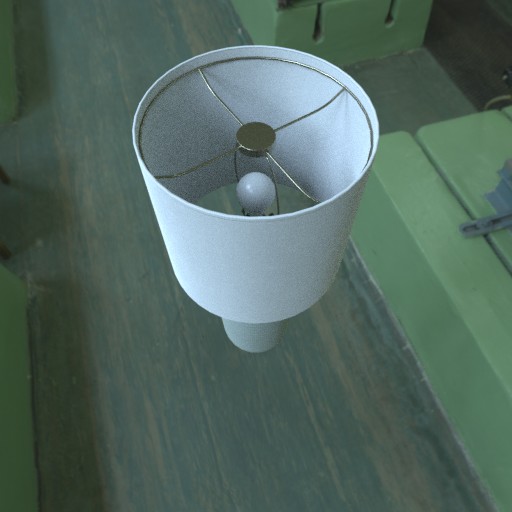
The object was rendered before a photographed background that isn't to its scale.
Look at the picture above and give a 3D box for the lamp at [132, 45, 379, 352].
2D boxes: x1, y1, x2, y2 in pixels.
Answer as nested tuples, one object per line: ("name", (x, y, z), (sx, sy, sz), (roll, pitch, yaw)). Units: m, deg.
("lamp", (0.000, 0.000, 0.602), (0.220, 0.475, 0.220), (-17, 60, -10))
